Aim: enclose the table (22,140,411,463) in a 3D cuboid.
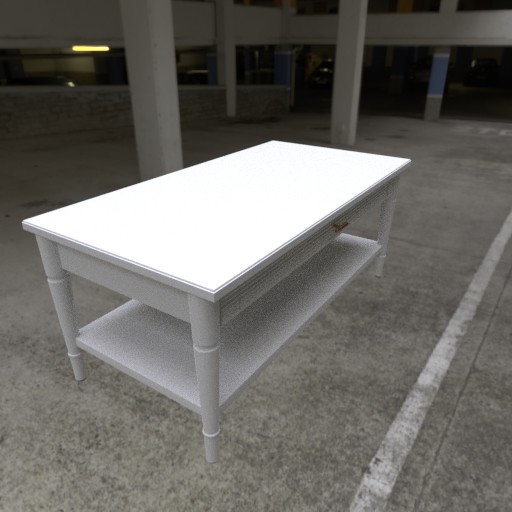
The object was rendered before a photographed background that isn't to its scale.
[{"bbox_3d":[0.000,0.000,1.357,0.559,0.457,1.067,17,31,30],"label":"table"}]
